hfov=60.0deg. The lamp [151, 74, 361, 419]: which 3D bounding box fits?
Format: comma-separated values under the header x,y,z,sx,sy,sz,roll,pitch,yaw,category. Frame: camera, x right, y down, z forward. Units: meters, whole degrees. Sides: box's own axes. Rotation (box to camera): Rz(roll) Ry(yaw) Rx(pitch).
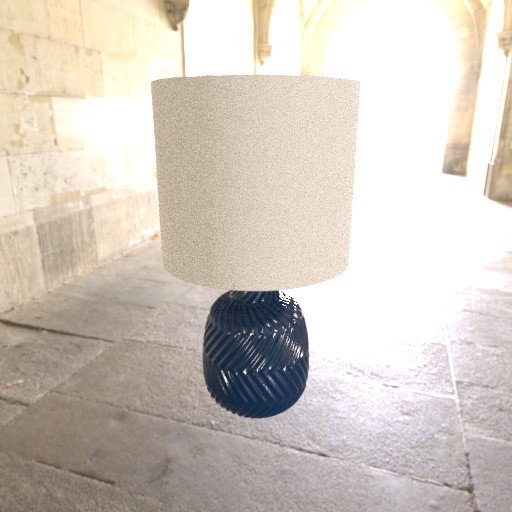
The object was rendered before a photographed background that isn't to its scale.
x,y,z,sx,sy,sz,roll,pitch,yaw,category
0.000,0.000,0.491,0.203,0.368,0.203,-8,19,-25,lamp
